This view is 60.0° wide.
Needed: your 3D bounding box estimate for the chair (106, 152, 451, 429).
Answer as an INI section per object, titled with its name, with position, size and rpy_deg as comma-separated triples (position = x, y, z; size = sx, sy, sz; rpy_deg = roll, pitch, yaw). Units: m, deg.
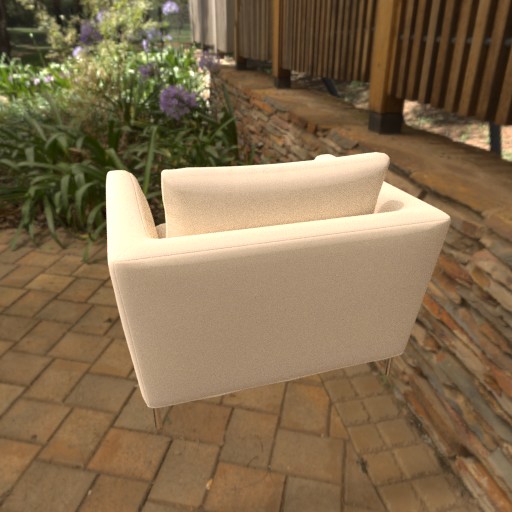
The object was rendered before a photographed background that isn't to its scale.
[chair]
position = 0.000, 0.000, 1.710
size = 1.041, 0.865, 0.889
rpy_deg = -8, 27, -15
